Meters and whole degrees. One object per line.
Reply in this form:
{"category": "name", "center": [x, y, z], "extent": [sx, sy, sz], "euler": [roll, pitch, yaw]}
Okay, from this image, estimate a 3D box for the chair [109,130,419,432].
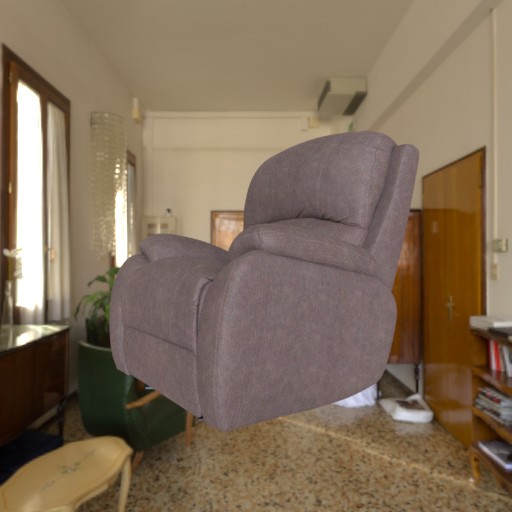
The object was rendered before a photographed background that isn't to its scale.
{"category": "chair", "center": [0.000, 0.000, 1.734], "extent": [0.899, 1.011, 0.930], "euler": [0, -1, -36]}
